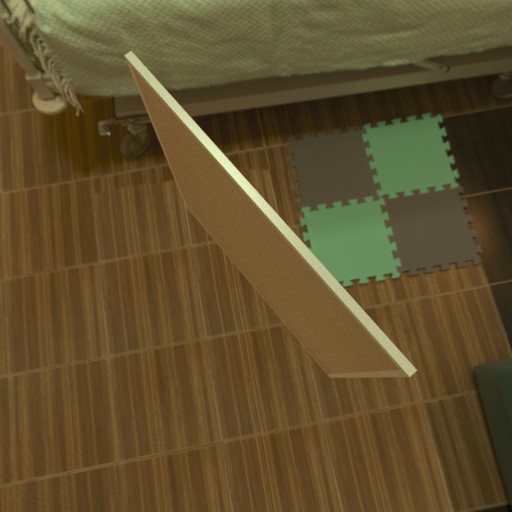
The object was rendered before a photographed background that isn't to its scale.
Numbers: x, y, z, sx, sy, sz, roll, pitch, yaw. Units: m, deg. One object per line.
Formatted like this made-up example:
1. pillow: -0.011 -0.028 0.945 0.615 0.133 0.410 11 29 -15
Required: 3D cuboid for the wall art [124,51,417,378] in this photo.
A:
1. wall art: 0.000 0.000 0.826 0.012 0.557 0.557 -39 78 -10
